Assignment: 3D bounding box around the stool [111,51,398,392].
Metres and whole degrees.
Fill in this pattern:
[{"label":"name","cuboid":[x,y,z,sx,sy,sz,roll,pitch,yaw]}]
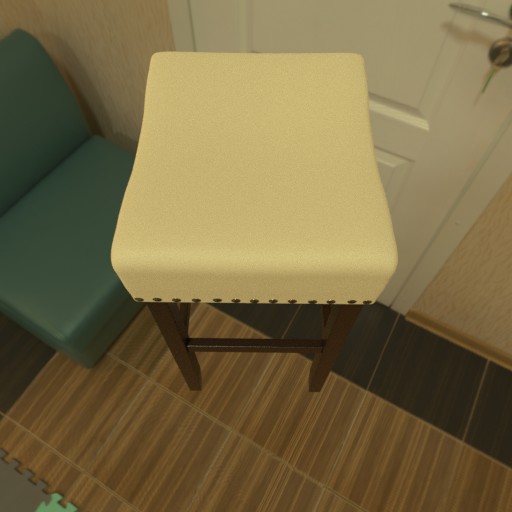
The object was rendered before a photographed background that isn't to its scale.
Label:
[{"label":"stool","cuboid":[0.000,0.000,1.037,0.401,0.762,0.471,1,59,0]}]
